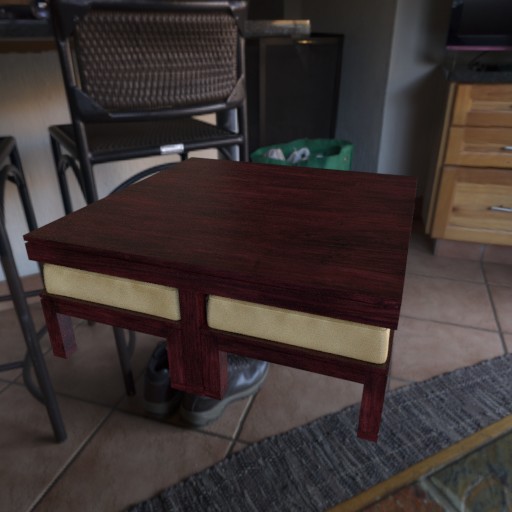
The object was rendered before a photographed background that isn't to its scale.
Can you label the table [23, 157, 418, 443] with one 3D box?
[{"bbox_3d":[0.000,0.000,1.362,0.865,0.356,0.865,9,27,18],"label":"table"}]
